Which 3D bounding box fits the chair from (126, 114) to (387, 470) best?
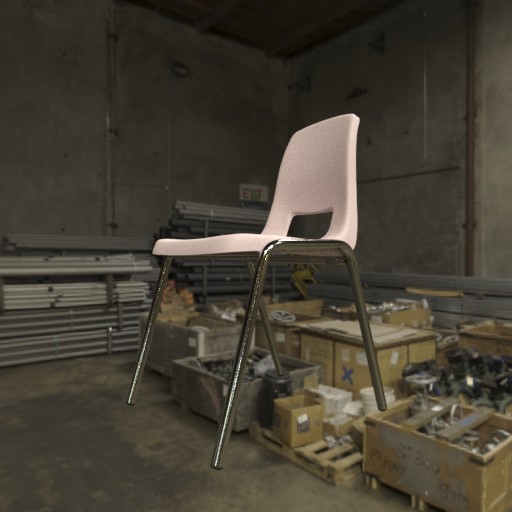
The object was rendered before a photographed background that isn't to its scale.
[{"bbox_3d":[0.000,0.000,0.946,0.436,0.653,0.381,0,0,-37],"label":"chair"}]
